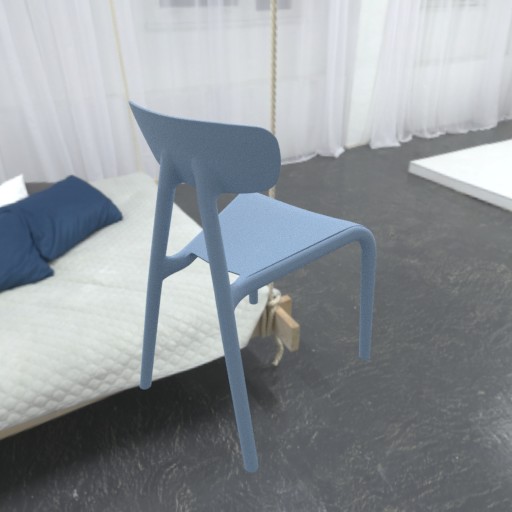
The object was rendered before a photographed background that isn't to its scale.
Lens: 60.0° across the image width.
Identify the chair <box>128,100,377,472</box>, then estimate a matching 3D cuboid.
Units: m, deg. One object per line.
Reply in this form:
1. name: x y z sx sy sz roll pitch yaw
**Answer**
1. chair: 0.000 0.000 0.840 0.356 0.580 0.401 23 37 34
